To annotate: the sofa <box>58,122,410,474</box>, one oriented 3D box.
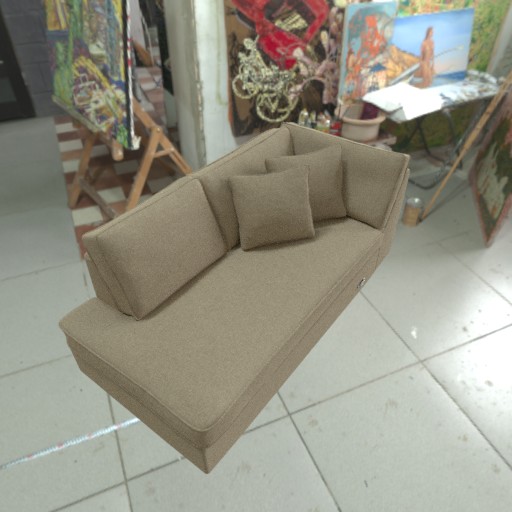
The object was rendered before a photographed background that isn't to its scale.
[{"bbox_3d":[0.000,0.000,2.849,1.110,1.033,2.237,26,47,27],"label":"sofa"}]
